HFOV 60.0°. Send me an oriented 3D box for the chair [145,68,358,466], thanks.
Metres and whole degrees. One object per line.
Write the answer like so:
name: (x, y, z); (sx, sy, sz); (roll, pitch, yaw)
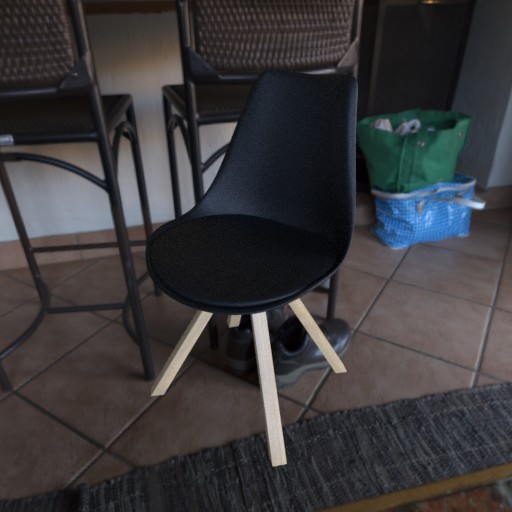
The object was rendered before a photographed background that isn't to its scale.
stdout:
chair: (0.000, 0.000, 1.160); (0.485, 0.850, 0.549); (18, 34, 28)
